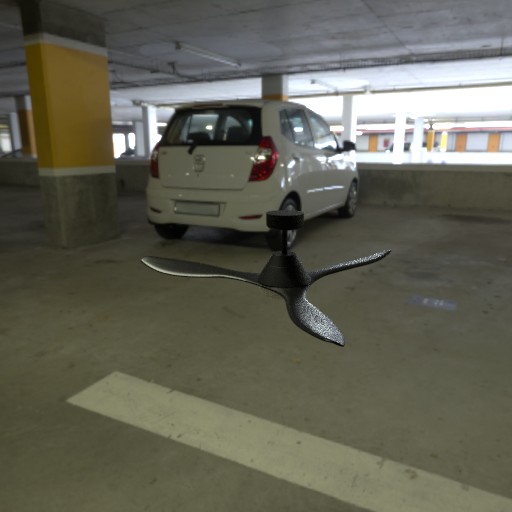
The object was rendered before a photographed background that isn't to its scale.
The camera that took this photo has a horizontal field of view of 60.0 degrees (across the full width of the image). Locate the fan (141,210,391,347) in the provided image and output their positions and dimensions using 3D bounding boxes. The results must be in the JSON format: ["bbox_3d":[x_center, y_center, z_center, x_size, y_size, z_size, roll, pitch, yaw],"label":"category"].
[{"bbox_3d":[0.000,0.000,1.616,1.067,0.305,1.067,3,14,10],"label":"fan"}]
